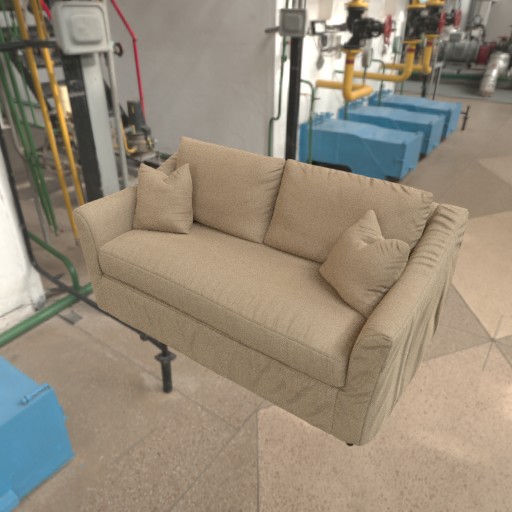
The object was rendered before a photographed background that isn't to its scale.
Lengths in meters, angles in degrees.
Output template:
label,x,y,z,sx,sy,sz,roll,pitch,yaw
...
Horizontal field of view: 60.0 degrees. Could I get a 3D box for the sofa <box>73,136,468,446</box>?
label,x,y,z,sx,sy,sz,roll,pitch,yaw
sofa,0.000,0.000,2.610,2.010,1.018,1.072,20,35,30
